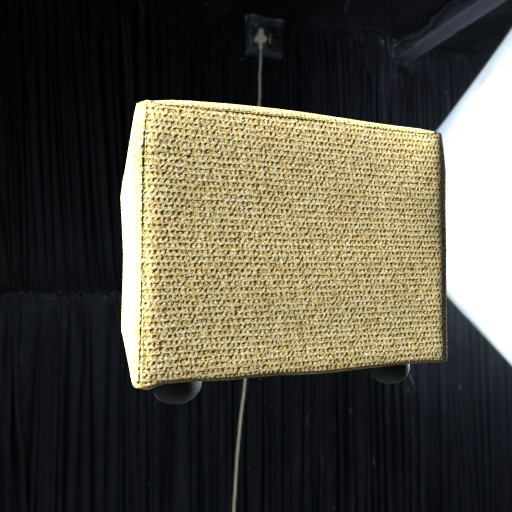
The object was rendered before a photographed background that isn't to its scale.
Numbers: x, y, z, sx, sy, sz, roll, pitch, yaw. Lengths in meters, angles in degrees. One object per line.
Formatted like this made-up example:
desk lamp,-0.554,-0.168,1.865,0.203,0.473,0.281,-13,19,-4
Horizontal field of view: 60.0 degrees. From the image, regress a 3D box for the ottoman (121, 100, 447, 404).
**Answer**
ottoman,0.000,0.000,0.879,0.505,0.441,0.512,0,-2,-18
